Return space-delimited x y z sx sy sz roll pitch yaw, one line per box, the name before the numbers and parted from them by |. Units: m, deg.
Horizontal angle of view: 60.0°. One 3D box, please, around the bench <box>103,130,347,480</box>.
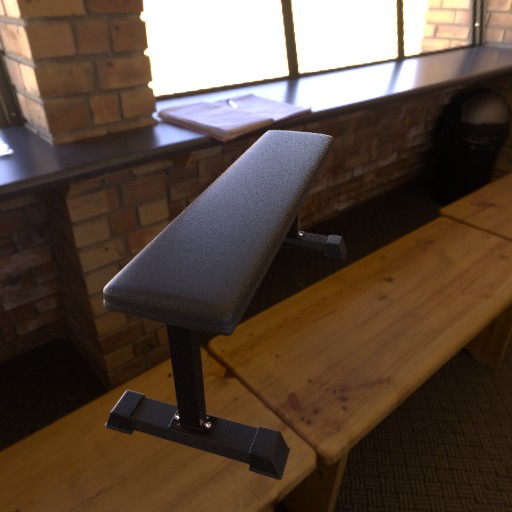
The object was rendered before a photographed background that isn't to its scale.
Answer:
bench | 0.000 0.000 1.299 0.439 0.453 1.072 10 33 15
